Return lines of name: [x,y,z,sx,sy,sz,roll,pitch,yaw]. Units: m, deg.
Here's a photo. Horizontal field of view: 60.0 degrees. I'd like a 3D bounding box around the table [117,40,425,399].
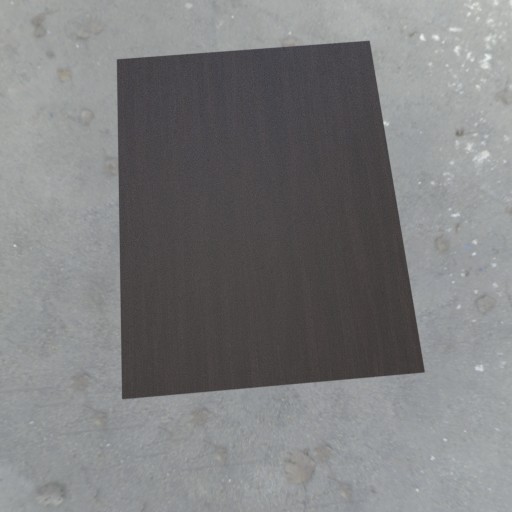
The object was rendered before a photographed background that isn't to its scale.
table: [0.000,0.000,0.910,0.381,0.635,0.480,-5,77,-1]
